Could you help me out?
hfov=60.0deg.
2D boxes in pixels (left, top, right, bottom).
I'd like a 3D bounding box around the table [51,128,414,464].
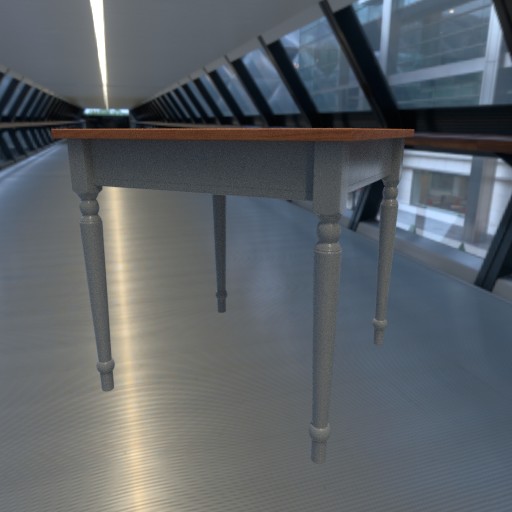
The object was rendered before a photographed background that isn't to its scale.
[{"bbox_3d":[0.000,0.000,1.344,0.747,0.738,0.747,8,18,26],"label":"table"}]
